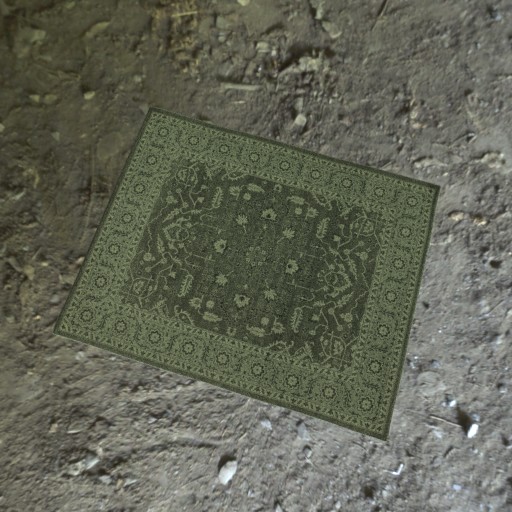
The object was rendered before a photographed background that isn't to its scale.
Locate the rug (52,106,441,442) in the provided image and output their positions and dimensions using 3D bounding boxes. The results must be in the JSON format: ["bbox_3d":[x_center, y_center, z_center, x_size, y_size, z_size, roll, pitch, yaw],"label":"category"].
[{"bbox_3d":[0.000,0.000,4.155,3.069,0.026,2.451,17,75,5],"label":"rug"}]
